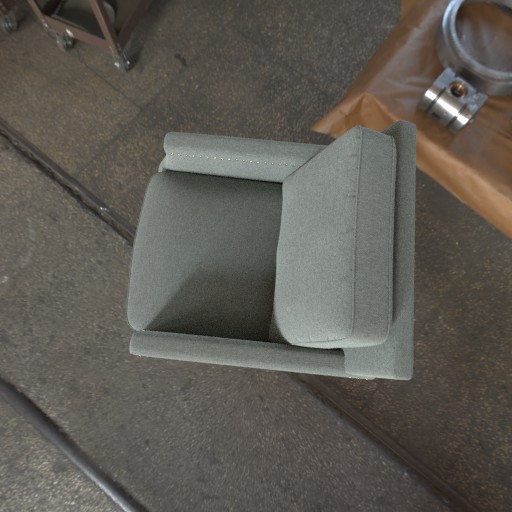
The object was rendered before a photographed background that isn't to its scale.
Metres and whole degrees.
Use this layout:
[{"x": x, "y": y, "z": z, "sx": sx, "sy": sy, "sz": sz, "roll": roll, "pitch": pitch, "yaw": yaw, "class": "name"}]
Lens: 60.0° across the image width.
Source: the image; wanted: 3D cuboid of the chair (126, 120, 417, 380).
[{"x": 0.000, "y": 0.000, "z": 1.812, "sx": 1.031, "sy": 1.031, "sz": 0.885, "roll": 6, "pitch": 76, "yaw": 1, "class": "chair"}]
